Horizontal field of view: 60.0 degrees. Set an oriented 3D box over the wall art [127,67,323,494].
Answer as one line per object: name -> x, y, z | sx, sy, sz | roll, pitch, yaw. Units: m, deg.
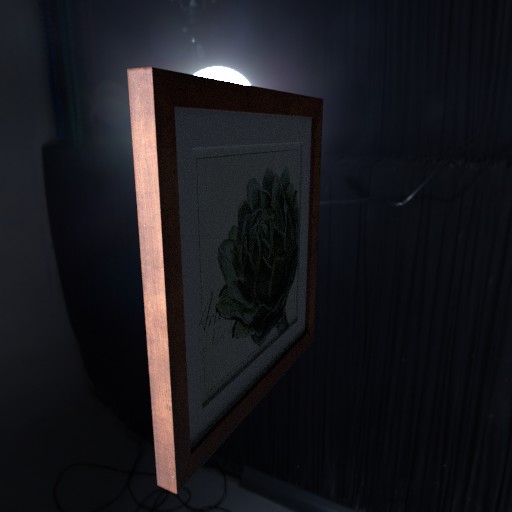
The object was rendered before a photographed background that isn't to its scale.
wall art -> 0.000, 0.000, 0.806 | 0.037, 0.572, 0.554 | 8, 18, 27
